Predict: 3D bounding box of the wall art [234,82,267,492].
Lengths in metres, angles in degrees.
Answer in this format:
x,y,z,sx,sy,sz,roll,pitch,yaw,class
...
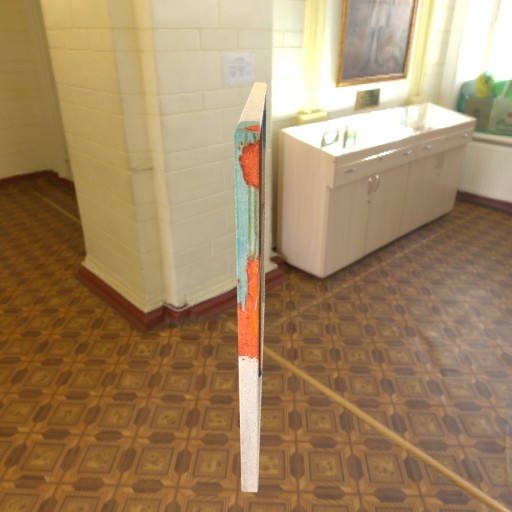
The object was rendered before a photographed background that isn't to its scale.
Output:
x,y,z,sx,sy,sz,roll,pitch,yaw,class
0.000,0.000,1.206,0.037,0.814,0.814,1,26,2,wall art
